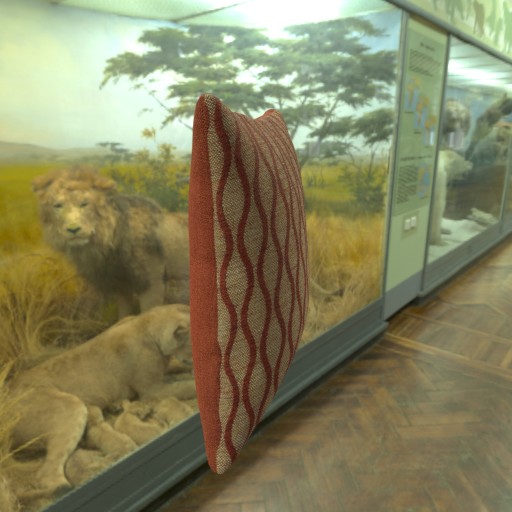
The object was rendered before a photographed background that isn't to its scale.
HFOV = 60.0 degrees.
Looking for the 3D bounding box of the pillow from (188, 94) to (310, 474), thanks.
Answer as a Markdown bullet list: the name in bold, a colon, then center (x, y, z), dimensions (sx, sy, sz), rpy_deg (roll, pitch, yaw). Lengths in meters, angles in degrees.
- **pillow**: center (0.000, 0.000, 0.662), dimensions (0.159, 0.434, 0.429), rpy_deg (3, 16, 10)
